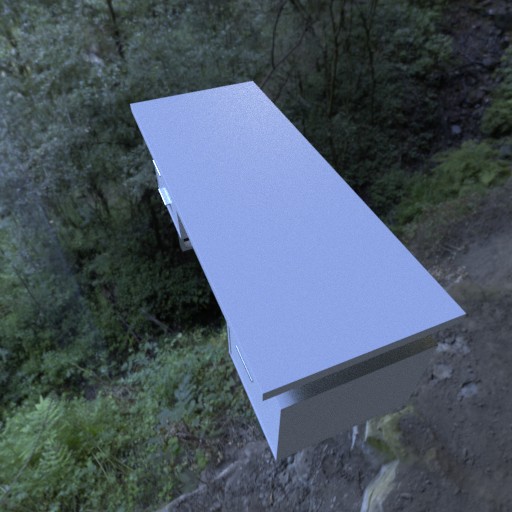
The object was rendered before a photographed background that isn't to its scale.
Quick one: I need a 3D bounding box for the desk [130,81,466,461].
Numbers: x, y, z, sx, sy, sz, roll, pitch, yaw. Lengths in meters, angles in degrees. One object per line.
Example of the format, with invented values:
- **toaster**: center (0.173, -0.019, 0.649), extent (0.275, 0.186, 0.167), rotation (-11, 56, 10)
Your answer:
- **desk**: center (0.000, 0.000, 1.890), extent (0.603, 0.773, 1.530), rotation (-17, 49, -15)
